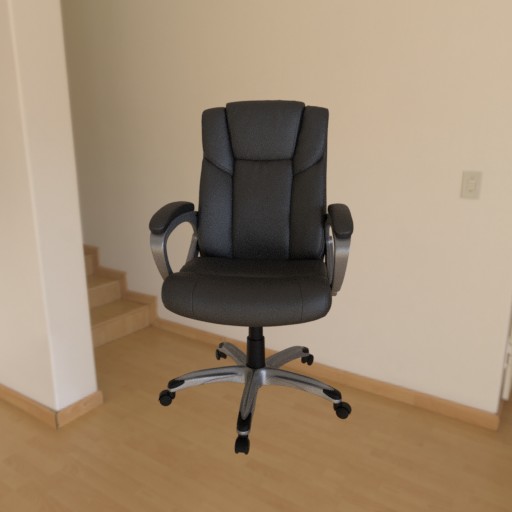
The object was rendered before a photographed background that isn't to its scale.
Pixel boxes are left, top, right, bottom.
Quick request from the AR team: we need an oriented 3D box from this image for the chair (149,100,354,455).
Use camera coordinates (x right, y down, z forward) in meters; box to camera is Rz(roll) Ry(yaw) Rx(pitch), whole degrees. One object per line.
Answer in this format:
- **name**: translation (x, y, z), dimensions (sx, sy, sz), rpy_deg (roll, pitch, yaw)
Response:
- **chair**: translation (0.000, 0.000, 1.600), dimensions (0.721, 1.130, 0.719), rpy_deg (2, 14, 8)
